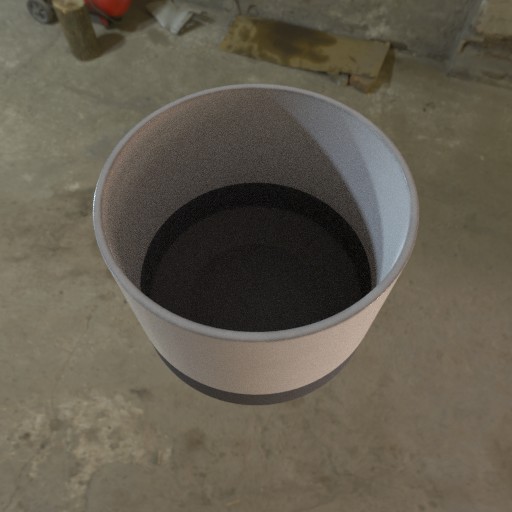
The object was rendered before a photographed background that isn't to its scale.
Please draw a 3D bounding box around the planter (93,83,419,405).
[{"bbox_3d":[0.000,0.000,0.222,0.128,0.105,0.128,0,59,0],"label":"planter"}]
